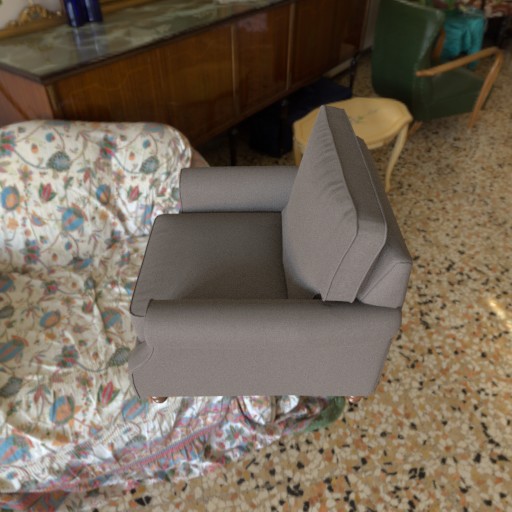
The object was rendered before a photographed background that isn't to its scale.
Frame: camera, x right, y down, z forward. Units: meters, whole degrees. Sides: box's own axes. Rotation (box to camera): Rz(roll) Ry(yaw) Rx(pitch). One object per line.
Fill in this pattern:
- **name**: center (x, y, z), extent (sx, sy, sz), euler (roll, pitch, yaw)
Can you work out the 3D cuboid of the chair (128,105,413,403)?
- **chair**: center (0.000, 0.000, 1.820), extent (0.966, 0.967, 1.029), euler (0, 41, 0)
